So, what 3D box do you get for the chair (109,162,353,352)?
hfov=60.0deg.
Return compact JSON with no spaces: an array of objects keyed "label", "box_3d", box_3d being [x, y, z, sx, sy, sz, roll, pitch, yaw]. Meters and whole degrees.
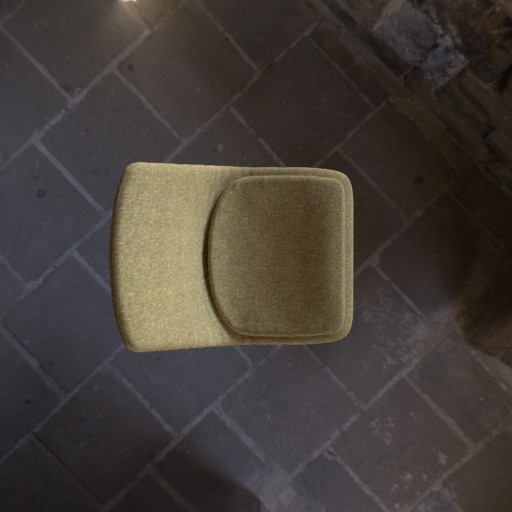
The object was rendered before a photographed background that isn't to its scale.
[{"label":"chair","box_3d":[0.000,0.000,1.134,0.496,0.849,0.479,0,90,-1]}]
